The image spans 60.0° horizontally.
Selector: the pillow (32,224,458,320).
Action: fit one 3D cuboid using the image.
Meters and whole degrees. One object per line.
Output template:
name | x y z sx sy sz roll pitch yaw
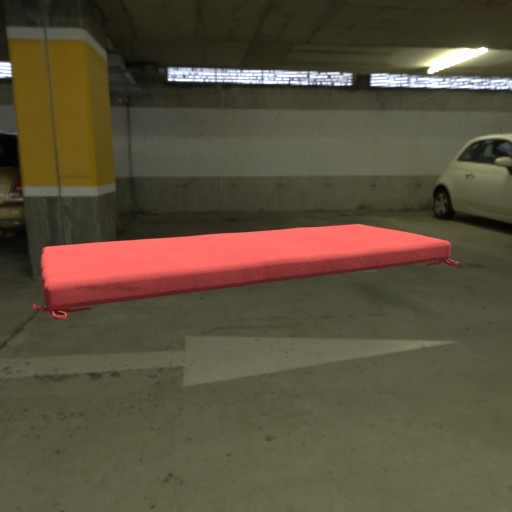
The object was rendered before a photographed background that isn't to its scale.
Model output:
pillow | 0.000 0.000 1.312 1.187 0.081 0.492 -6 13 -25
